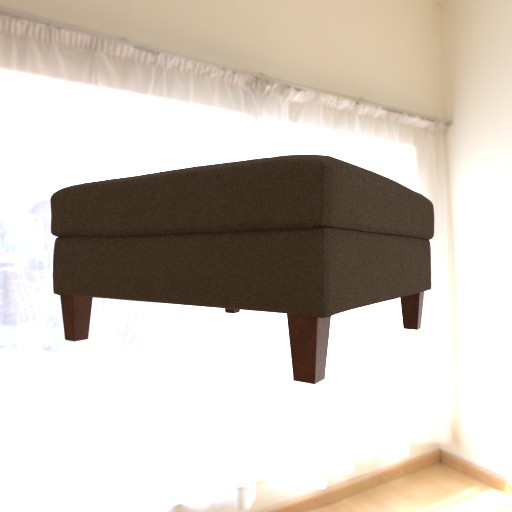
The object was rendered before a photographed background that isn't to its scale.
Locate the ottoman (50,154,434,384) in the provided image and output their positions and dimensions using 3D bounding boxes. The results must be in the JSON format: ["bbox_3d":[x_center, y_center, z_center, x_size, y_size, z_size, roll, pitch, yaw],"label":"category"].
[{"bbox_3d":[0.000,0.000,1.375,0.881,0.482,0.861,0,0,34],"label":"ottoman"}]
